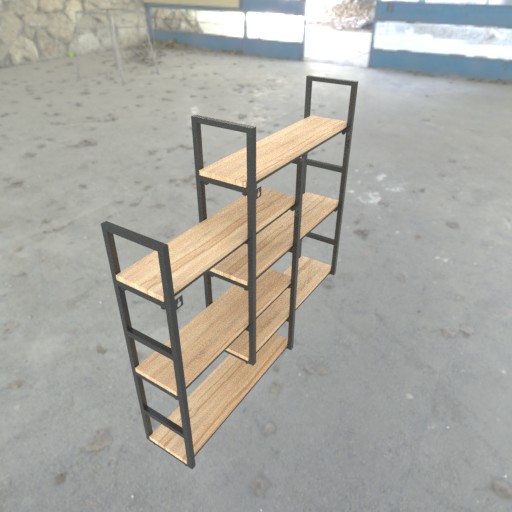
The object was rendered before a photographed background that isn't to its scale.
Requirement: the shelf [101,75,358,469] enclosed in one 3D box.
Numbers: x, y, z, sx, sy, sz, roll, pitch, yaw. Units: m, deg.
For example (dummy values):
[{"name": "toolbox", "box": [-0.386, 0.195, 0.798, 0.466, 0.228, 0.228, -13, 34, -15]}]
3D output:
[{"name": "shelf", "box": [0.000, 0.000, 1.410, 0.183, 0.921, 0.946, 20, 38, 28]}]
